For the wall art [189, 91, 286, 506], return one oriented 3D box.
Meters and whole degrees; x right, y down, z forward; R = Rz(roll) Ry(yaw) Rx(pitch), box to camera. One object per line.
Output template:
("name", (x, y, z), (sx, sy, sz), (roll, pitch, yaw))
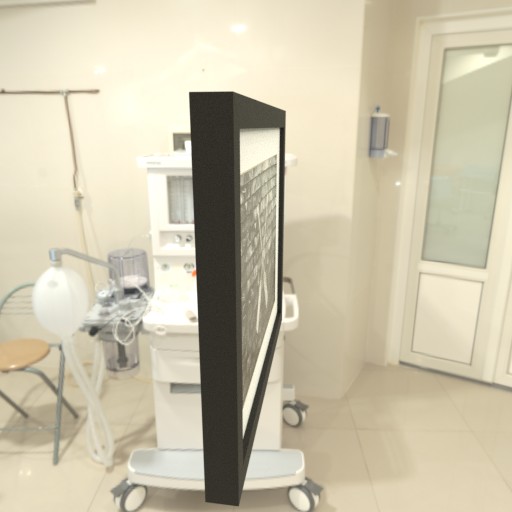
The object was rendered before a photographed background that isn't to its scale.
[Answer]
("wall art", (0.000, 0.000, 0.511), (0.029, 0.330, 0.381), (2, 17, 8))
